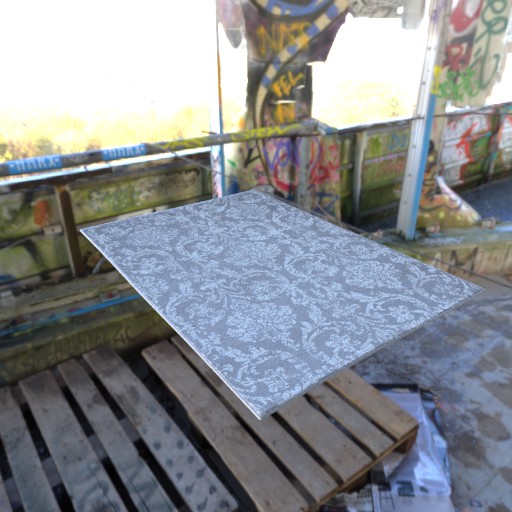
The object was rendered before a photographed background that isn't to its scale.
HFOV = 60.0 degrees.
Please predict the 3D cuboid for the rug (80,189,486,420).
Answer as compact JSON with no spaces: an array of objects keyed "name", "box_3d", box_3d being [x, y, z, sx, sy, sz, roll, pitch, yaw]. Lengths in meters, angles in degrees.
[{"name":"rug","box_3d":[0.000,0.000,2.859,1.578,0.014,2.206,-18,32,-32]}]
